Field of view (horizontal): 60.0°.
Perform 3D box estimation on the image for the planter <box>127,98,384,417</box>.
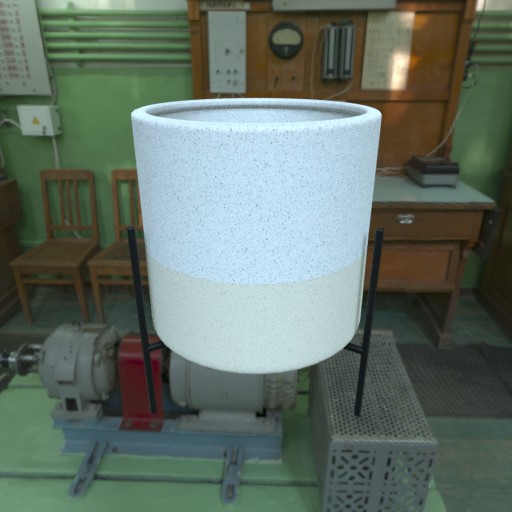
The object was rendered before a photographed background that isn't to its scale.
[{"bbox_3d":[0.000,0.000,0.660,0.313,0.423,0.335,0,24,1],"label":"planter"}]
